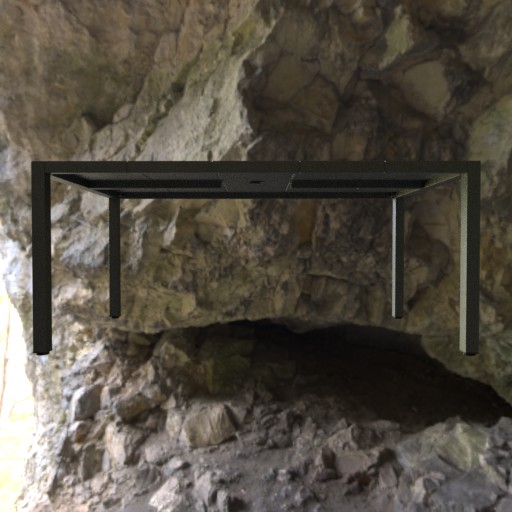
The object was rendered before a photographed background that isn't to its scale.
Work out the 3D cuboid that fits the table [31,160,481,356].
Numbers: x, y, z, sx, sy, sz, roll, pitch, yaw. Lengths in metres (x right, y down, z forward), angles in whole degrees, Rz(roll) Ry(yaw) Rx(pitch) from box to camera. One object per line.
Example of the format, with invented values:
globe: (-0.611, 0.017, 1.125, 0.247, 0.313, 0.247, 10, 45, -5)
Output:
table: (0.000, 0.000, 2.116, 1.680, 0.735, 0.914, 0, 1, 0)
